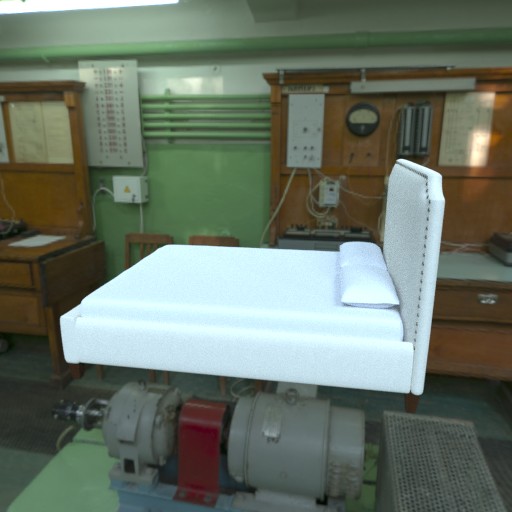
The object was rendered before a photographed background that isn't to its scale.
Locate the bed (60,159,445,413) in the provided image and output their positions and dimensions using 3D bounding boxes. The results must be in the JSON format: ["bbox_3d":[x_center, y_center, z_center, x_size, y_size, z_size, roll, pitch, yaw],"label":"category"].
[{"bbox_3d":[0.000,0.000,3.473,2.372,1.443,1.712,3,16,10],"label":"bed"}]
